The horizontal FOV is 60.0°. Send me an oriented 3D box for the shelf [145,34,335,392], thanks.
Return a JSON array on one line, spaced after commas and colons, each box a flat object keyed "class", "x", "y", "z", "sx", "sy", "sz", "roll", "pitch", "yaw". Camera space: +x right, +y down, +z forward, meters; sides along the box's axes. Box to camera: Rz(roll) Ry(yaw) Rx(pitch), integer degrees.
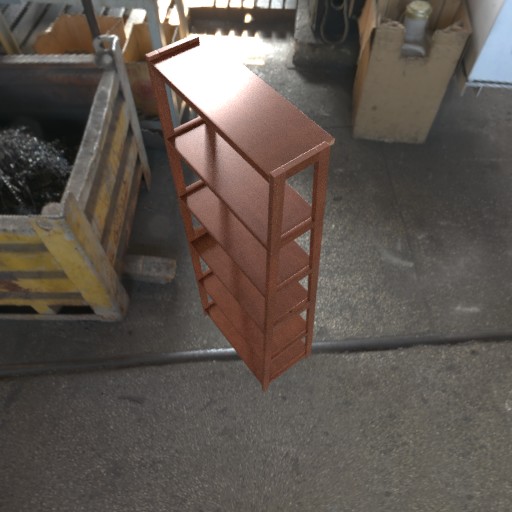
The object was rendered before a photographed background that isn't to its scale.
[{"class": "shelf", "x": 0.000, "y": 0.000, "z": 2.113, "sx": 0.382, "sy": 1.892, "sz": 0.660, "roll": -33, "pitch": 63, "yaw": -19}]
